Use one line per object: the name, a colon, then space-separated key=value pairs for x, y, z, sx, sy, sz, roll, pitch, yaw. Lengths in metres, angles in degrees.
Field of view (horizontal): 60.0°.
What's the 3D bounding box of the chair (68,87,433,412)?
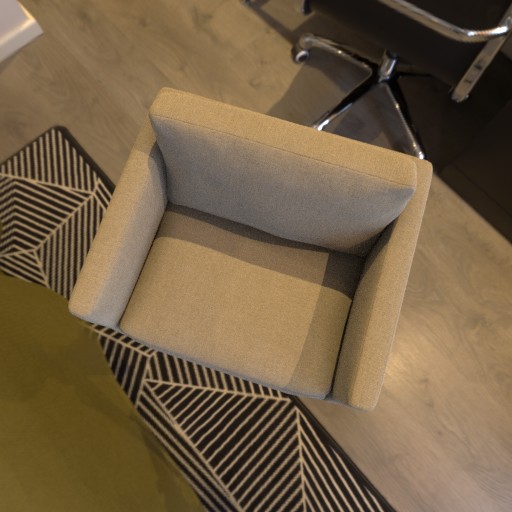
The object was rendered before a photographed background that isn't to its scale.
chair: x=0.000 y=0.000 z=1.816 sx=1.107 sy=0.963 sz=0.959 roll=17 pitch=76 yaw=4
